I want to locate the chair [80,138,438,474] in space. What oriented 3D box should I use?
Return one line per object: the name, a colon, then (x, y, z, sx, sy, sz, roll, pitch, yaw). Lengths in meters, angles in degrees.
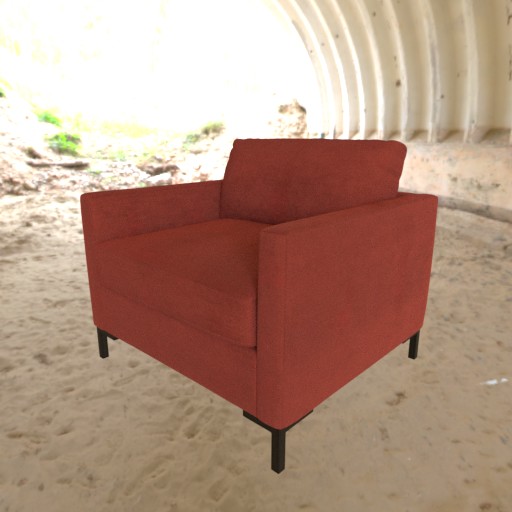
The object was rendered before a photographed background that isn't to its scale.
chair: (0.000, 0.000, 1.587, 0.964, 0.812, 0.875, 14, 21, 41)
